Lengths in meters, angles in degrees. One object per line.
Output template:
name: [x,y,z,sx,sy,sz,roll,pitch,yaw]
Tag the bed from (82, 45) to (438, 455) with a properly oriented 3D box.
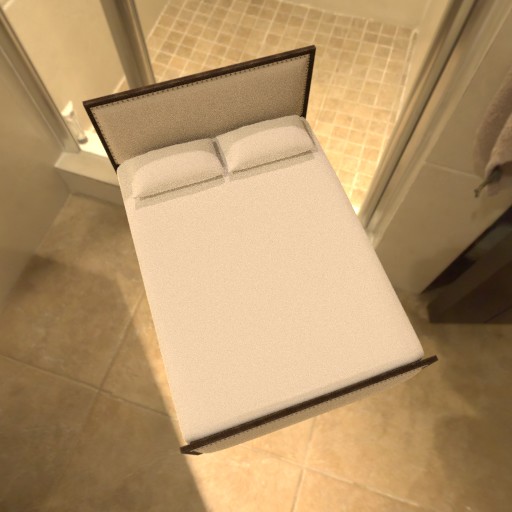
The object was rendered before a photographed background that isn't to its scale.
bed: [0.000,0.000,3.112,1.607,1.313,2.221,-17,66,-8]
